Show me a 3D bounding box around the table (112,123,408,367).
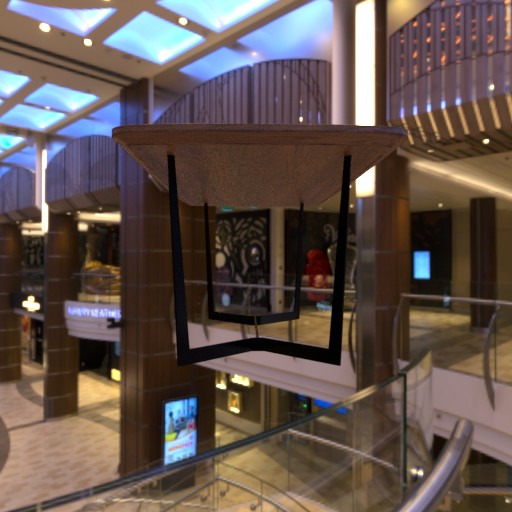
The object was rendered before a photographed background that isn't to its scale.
[{"bbox_3d":[0.000,0.000,2.126,0.949,0.765,1.643,0,-1,-1],"label":"table"}]
